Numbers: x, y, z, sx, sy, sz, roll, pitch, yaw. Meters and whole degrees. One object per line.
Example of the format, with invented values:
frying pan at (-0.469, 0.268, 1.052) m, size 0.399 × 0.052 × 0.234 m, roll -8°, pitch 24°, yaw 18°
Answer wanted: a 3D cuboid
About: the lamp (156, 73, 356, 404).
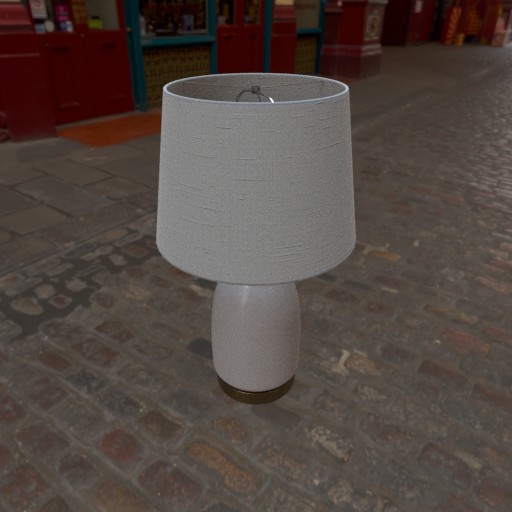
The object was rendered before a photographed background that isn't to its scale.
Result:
lamp at (0.000, 0.000, 0.666) m, size 0.285 × 0.483 × 0.285 m, roll 0°, pitch 30°, yaw 0°
